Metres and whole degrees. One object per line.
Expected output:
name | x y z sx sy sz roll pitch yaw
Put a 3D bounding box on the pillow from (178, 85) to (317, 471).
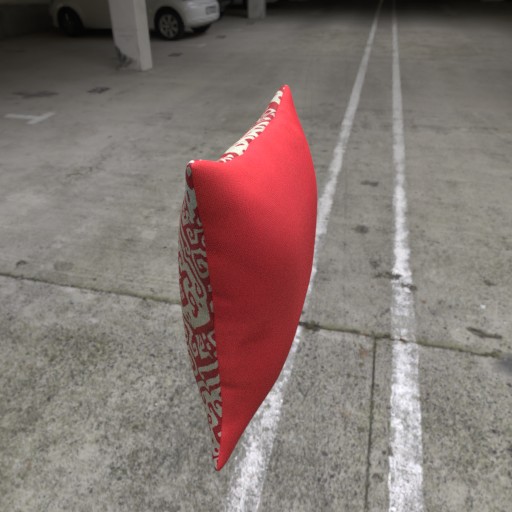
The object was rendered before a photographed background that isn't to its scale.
pillow | 0.000 0.000 0.794 0.192 0.507 0.522 7 31 12
